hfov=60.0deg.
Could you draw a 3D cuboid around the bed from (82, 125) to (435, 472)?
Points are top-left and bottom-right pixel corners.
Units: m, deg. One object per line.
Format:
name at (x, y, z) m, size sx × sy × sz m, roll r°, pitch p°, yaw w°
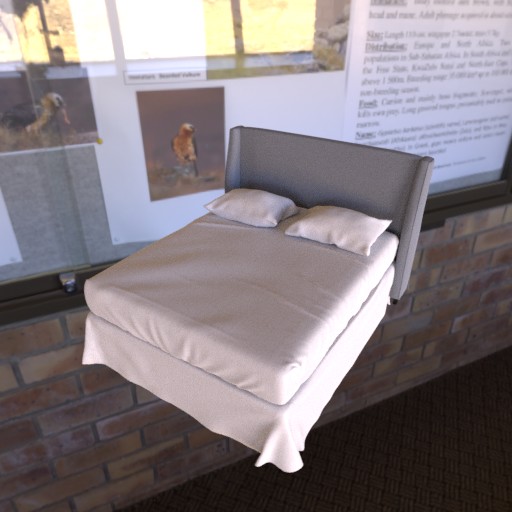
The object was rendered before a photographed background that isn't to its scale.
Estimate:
bed at (0.000, 0.000, 3.437) m, size 1.925 × 1.332 × 2.276 m, roll 18°, pitch 35°, yaw 28°
